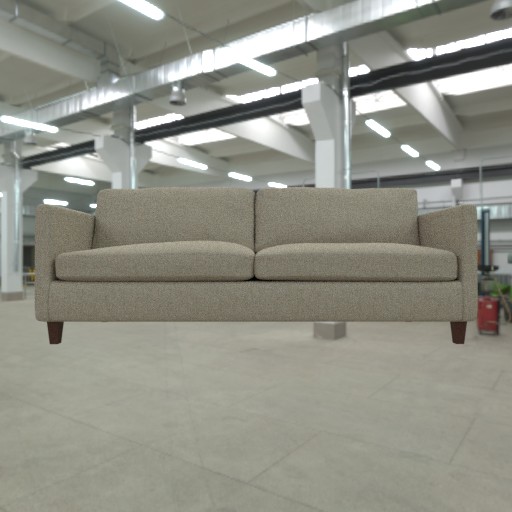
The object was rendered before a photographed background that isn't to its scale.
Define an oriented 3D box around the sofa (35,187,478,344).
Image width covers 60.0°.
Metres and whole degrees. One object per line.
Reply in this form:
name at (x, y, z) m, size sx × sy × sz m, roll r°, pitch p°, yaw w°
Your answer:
sofa at (0.000, 0.000, 2.849) m, size 2.434 × 0.965 × 0.951 m, roll 0°, pitch 0°, yaw 0°
